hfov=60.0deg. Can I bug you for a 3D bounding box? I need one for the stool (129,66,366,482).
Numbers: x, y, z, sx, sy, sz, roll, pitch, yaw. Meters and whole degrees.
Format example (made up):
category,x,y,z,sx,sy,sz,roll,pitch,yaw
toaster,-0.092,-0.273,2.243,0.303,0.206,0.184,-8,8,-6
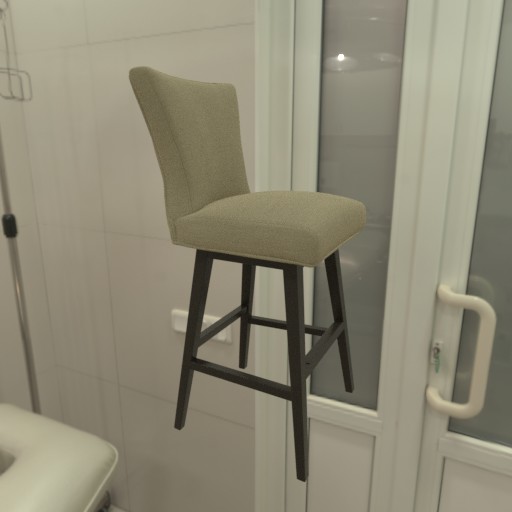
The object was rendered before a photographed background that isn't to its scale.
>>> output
category,x,y,z,sx,sy,sz,roll,pitch,yaw
stool,0.000,0.000,1.402,0.574,1.086,0.514,7,17,26
